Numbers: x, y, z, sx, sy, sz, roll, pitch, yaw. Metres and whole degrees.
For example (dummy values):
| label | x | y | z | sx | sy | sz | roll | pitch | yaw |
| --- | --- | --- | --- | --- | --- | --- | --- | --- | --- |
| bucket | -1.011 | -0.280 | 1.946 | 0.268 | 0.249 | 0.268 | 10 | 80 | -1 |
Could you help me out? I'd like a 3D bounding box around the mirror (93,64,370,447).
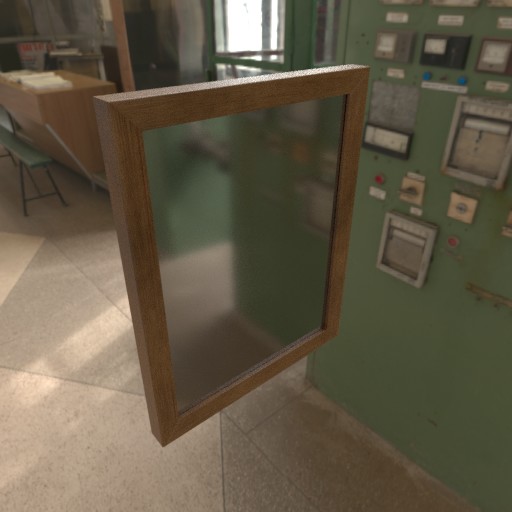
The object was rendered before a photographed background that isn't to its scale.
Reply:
| label | x | y | z | sx | sy | sz | roll | pitch | yaw |
| --- | --- | --- | --- | --- | --- | --- | --- | --- | --- |
| mirror | 0.000 | 0.000 | 0.676 | 0.405 | 0.508 | 0.041 | -23 | 37 | -34 |
